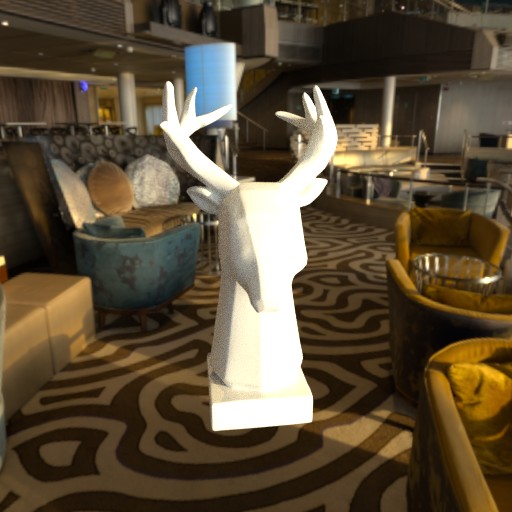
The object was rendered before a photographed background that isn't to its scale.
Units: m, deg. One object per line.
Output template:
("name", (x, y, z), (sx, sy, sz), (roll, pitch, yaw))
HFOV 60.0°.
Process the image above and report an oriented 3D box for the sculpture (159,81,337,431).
("sculpture", (0.000, 0.000, 0.448), (0.174, 0.329, 0.224), (-2, 17, -7))
